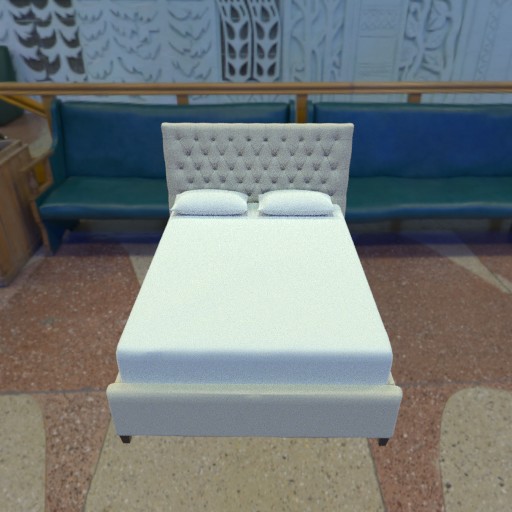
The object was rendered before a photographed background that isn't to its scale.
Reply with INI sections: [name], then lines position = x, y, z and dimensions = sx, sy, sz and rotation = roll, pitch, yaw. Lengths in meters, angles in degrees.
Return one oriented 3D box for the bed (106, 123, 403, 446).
[bed]
position = 0.000, 0.000, 3.307
dimensions = 1.696, 1.426, 2.233
rotation = 0, 31, 1
